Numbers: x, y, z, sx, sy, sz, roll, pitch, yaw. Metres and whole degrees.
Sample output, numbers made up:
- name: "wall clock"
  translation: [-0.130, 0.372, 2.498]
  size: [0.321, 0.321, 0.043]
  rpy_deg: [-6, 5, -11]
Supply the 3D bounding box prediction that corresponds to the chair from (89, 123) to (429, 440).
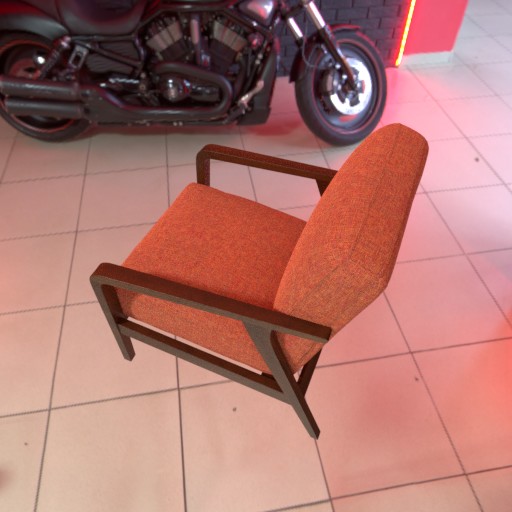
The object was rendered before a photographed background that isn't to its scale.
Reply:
- name: "chair"
  translation: [0.000, 0.000, 1.503]
  size: [0.860, 0.890, 0.719]
  rpy_deg: [18, 50, 15]
